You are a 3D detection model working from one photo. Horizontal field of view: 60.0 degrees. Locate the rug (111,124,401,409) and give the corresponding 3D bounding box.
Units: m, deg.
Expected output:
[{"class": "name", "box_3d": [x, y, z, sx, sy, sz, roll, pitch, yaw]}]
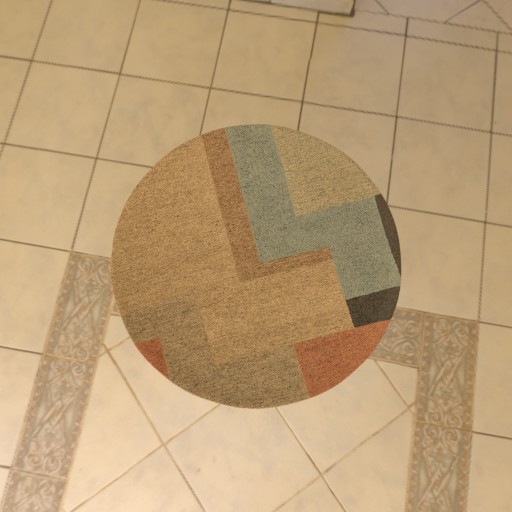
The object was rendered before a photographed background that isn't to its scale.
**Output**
[{"class": "rug", "box_3d": [0.000, 0.000, 3.751, 2.461, 0.033, 2.461, 0, 77, 0]}]
